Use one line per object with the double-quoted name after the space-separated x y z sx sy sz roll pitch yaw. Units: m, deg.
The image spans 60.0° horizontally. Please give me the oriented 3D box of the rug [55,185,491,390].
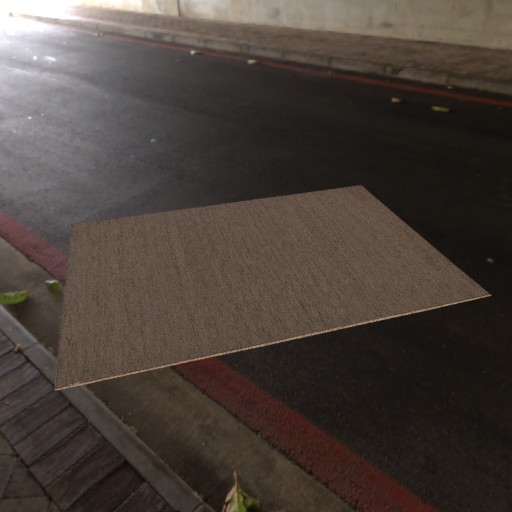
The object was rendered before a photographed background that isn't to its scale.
0.000 0.000 2.262 1.840 0.013 1.225 -9 35 -14 "rug"
